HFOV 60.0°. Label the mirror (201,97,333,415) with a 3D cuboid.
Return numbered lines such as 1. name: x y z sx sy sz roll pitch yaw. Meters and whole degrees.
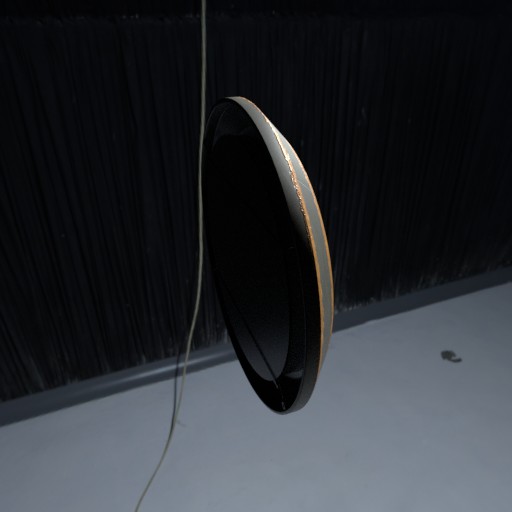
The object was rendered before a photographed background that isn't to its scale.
1. mirror: 0.000 0.000 1.335 0.111 0.907 0.907 -11 33 -17
